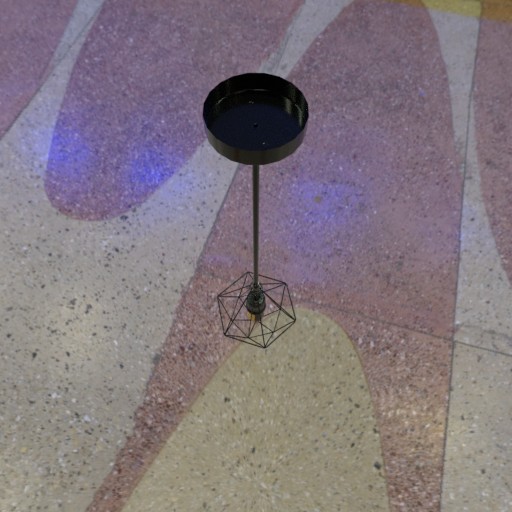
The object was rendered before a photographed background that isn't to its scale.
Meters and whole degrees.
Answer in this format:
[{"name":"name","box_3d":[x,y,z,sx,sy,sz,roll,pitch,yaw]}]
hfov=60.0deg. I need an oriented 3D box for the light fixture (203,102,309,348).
[{"name":"light fixture","box_3d":[0.000,0.000,2.008,0.487,1.764,0.431,16,64,8]}]
